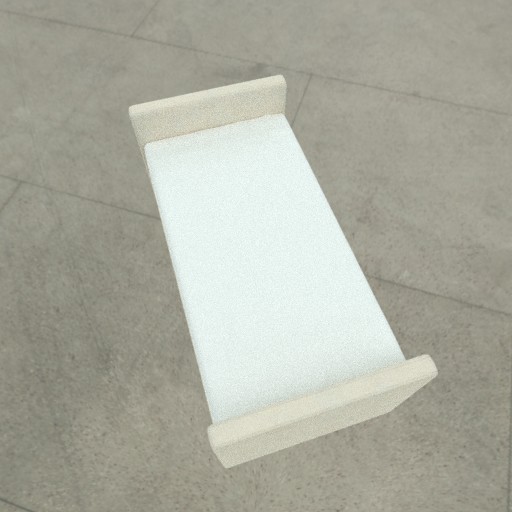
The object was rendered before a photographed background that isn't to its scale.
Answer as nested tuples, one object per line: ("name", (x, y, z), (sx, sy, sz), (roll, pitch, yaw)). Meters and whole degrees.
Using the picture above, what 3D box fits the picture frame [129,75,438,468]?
("picture frame", (0.000, 0.000, 2.811), (1.069, 0.891, 2.161), (-15, 61, -9))
